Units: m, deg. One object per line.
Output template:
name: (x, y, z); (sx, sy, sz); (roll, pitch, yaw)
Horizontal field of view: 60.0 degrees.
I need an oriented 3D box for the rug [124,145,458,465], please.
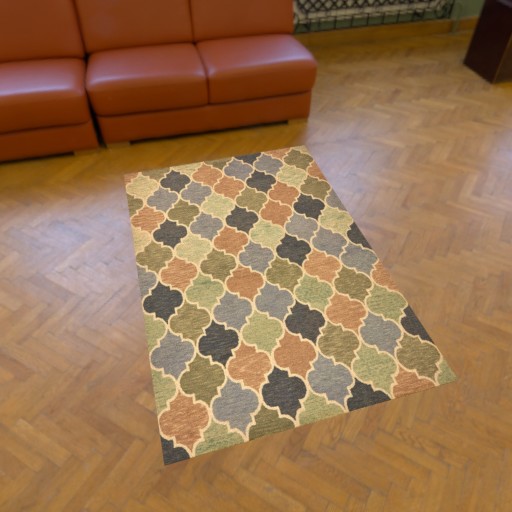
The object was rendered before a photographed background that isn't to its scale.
rug: (0.000, 0.000, 2.324); (1.216, 0.006, 1.828); (-12, 48, -11)
